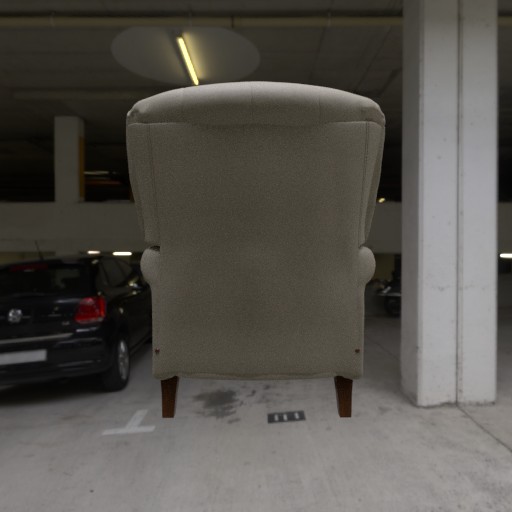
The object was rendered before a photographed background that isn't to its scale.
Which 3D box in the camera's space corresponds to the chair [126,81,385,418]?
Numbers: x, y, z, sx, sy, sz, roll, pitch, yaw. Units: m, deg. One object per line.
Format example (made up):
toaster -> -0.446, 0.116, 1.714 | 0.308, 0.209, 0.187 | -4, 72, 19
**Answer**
chair -> 0.000, 0.000, 1.891 | 0.943, 1.158, 1.059 | 0, 1, 0
